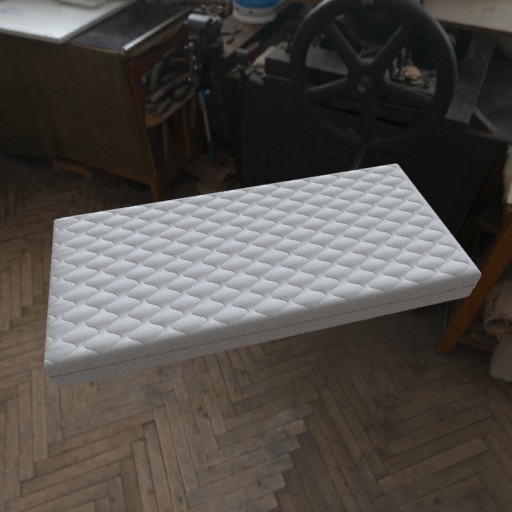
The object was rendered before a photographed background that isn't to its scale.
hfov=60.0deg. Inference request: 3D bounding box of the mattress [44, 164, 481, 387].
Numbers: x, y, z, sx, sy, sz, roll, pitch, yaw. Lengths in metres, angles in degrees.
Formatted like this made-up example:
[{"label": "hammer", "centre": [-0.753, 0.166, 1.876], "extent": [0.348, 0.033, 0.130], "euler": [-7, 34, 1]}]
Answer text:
[{"label": "mattress", "centre": [0.000, 0.000, 2.285], "extent": [2.000, 0.200, 0.900], "euler": [-11, 49, -9]}]
